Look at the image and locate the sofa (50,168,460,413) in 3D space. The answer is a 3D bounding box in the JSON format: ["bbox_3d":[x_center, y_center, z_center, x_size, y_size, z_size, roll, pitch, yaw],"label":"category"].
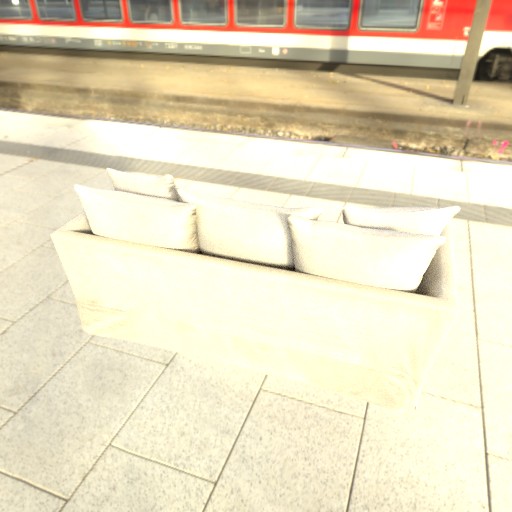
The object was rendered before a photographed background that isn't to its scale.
[{"bbox_3d":[0.000,0.000,2.842,2.290,1.034,1.031,10,34,15],"label":"sofa"}]
